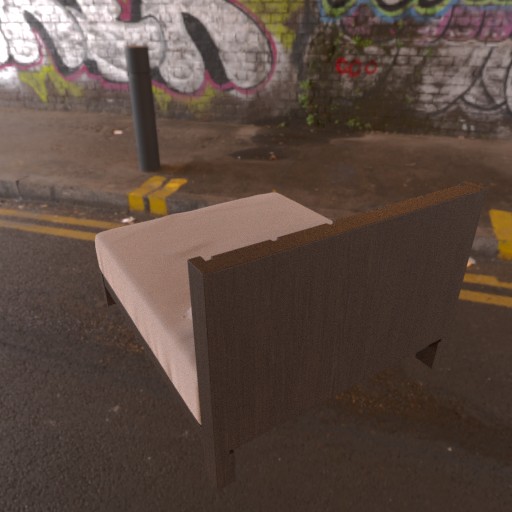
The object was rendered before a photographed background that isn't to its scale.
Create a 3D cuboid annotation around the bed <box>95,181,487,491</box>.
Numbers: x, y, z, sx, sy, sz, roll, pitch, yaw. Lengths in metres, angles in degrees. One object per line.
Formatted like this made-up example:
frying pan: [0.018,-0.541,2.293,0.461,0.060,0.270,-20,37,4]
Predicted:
bed: [0.000,0.000,3.054,1.735,1.261,1.992,-17,33,-28]
